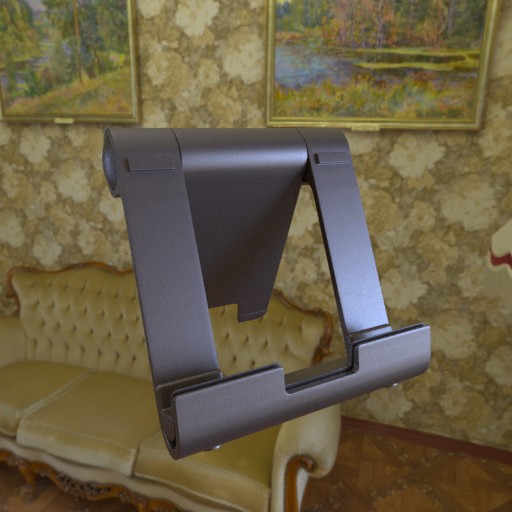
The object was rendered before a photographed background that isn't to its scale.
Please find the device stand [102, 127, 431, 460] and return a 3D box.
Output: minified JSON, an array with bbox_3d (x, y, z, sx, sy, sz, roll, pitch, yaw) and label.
[{"bbox_3d":[0.000,0.000,0.150,0.088,0.084,0.079,-8,18,-27],"label":"device stand"}]
